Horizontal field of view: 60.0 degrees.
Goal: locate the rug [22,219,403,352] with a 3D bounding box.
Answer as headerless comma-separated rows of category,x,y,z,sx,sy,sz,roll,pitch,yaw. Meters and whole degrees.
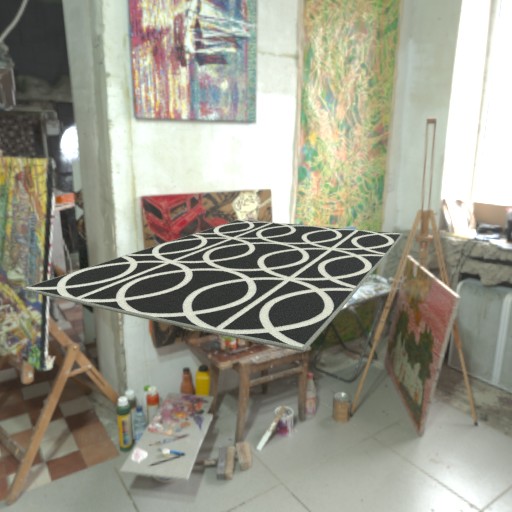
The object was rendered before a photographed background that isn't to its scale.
rug,0.000,0.000,2.892,1.526,0.014,2.290,7,16,25
